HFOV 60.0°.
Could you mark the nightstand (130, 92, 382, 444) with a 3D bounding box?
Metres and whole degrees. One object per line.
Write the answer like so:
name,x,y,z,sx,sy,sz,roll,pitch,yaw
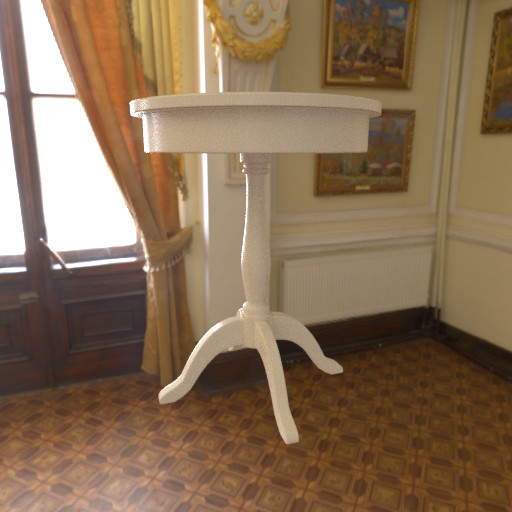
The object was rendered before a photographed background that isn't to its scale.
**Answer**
nightstand,0.000,0.000,1.013,0.513,0.653,0.513,-2,14,-9
